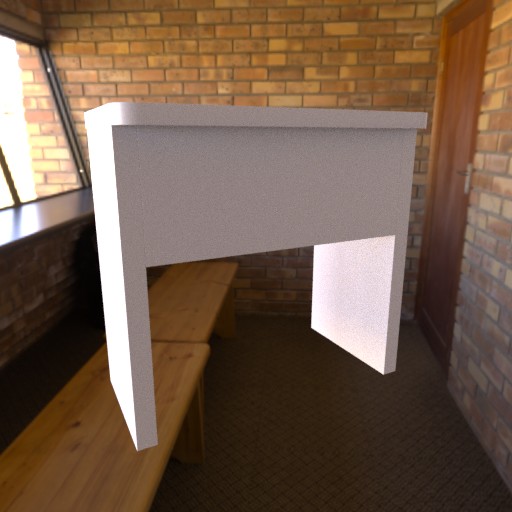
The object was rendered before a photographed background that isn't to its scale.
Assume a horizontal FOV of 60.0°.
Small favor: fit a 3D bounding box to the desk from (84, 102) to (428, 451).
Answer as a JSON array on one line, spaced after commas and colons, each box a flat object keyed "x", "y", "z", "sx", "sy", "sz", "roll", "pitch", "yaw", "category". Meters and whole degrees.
[{"x": 0.000, "y": 0.000, "z": 1.237, "sx": 0.790, "sy": 0.760, "sz": 0.446, "roll": -8, "pitch": 17, "yaw": -26, "category": "desk"}]
